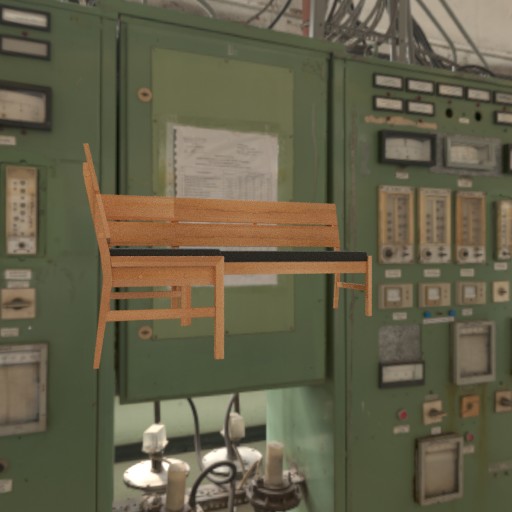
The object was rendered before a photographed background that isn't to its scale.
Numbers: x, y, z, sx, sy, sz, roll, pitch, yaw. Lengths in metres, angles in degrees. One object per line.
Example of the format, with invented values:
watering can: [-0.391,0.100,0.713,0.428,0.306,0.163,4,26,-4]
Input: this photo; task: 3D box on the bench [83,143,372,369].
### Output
bench: [0.000,0.000,2.780,1.948,0.890,1.548,0,0,-19]
